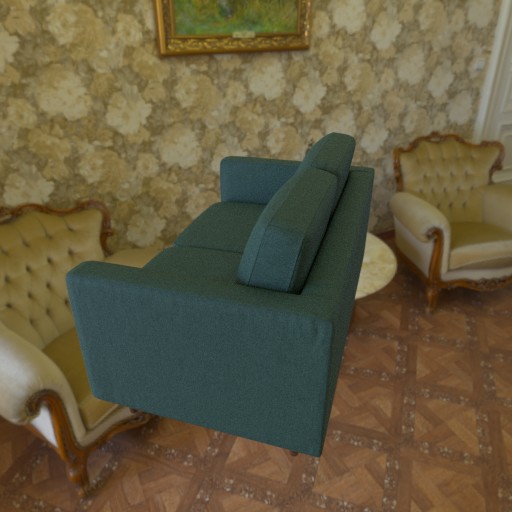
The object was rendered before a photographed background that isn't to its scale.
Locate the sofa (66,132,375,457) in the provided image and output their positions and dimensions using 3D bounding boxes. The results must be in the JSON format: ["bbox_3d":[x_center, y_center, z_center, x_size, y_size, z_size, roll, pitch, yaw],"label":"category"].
[{"bbox_3d":[0.000,0.000,1.976,0.879,0.899,1.430,8,29,15],"label":"sofa"}]
